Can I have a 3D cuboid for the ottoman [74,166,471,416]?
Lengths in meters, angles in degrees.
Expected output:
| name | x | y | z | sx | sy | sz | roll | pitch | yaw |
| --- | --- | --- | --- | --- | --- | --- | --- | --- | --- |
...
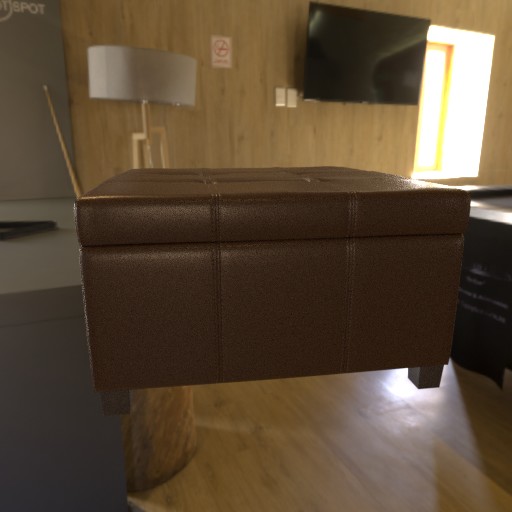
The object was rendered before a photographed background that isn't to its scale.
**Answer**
| name | x | y | z | sx | sy | sz | roll | pitch | yaw |
| --- | --- | --- | --- | --- | --- | --- | --- | --- | --- |
| ottoman | 0.000 | 0.000 | 1.264 | 0.788 | 0.460 | 0.787 | -2 | 15 | -8 |
